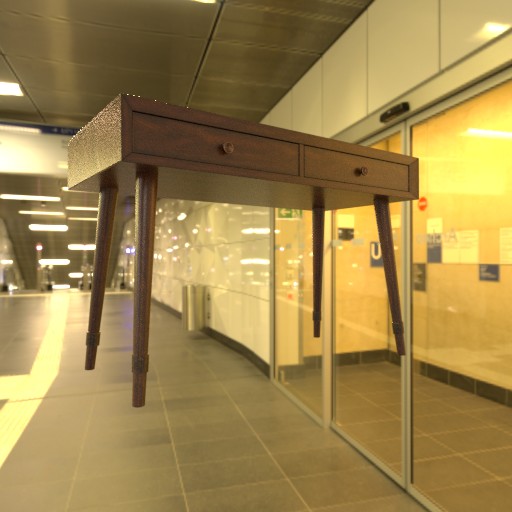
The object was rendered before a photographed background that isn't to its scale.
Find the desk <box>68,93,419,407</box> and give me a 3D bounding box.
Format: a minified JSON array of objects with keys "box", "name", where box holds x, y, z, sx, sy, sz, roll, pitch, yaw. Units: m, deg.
[{"box":[0.000,0.000,2.164,1.577,1.031,0.734,0,-1,-35],"name":"desk"}]
